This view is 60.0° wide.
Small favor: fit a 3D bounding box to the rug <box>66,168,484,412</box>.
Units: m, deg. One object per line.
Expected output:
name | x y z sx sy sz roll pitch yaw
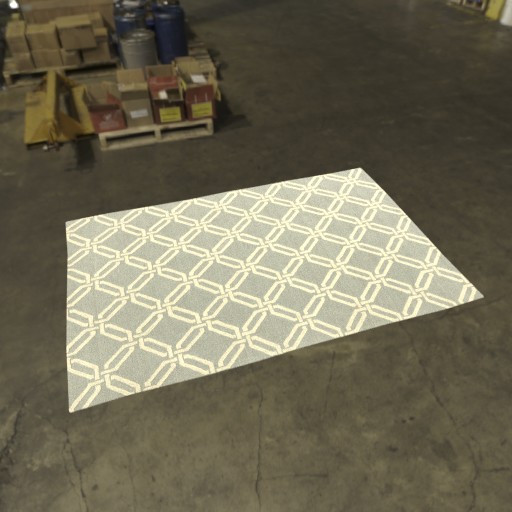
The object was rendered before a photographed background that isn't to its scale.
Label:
rug | 0.000 0.000 2.144 1.754 0.010 1.148 -12 44 -13
